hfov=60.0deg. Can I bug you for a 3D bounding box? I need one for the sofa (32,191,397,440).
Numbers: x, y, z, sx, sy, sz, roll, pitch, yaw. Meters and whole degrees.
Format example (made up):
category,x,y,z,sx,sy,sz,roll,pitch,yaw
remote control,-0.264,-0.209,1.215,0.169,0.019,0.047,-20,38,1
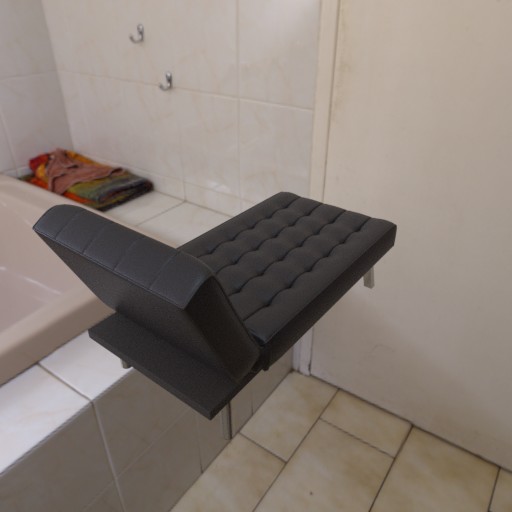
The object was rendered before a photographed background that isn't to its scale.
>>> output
category,x,y,z,sx,sy,sz,roll,pitch,yaw
sofa,0.000,0.000,2.028,0.760,0.820,1.560,22,37,31
